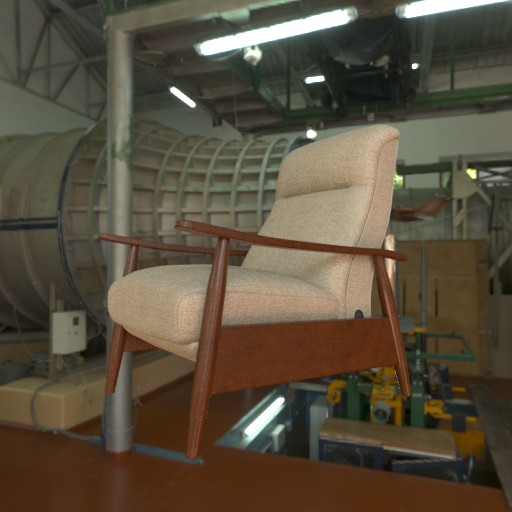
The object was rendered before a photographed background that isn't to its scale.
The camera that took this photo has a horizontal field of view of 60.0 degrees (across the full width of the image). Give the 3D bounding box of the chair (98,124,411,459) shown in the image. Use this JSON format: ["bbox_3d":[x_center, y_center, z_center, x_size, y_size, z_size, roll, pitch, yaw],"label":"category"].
[{"bbox_3d":[0.000,0.000,1.746,1.014,1.082,0.762,0,-1,-36],"label":"chair"}]
